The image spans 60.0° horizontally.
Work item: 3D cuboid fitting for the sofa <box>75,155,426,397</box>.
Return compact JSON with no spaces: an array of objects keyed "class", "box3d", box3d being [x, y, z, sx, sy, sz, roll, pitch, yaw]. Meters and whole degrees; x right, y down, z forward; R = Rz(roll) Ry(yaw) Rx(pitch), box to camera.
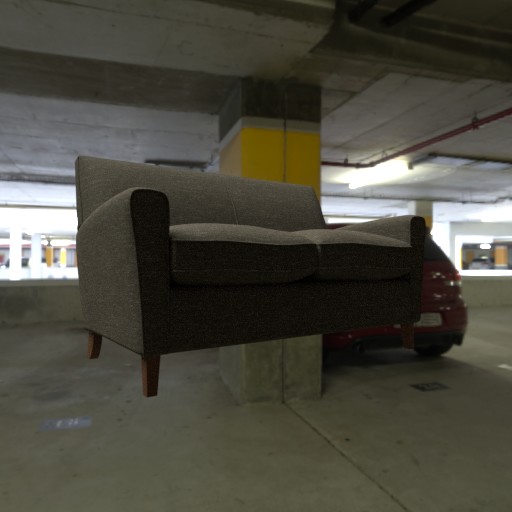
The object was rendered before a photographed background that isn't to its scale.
[{"class":"sofa","box3d":[0.000,0.000,2.088,1.509,0.905,0.867,1,-1,-35]}]
